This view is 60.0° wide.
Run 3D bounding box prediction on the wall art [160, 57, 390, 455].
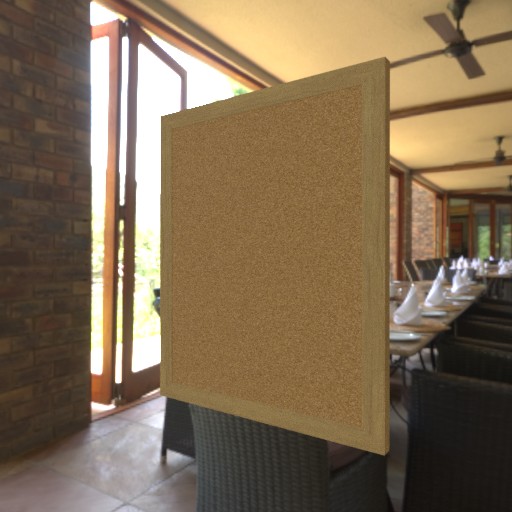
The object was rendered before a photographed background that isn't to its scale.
[{"bbox_3d":[0.000,0.000,0.765,0.460,0.561,0.020,0,0,36],"label":"wall art"}]
